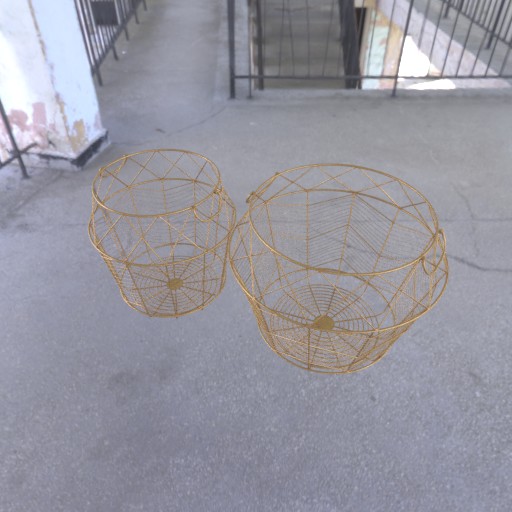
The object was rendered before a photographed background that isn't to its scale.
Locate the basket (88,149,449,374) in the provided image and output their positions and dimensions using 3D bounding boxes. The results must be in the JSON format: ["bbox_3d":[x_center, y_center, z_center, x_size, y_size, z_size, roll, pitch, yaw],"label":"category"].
[{"bbox_3d":[0.000,0.000,1.022,0.805,0.343,0.451,13,43,15],"label":"basket"}]
